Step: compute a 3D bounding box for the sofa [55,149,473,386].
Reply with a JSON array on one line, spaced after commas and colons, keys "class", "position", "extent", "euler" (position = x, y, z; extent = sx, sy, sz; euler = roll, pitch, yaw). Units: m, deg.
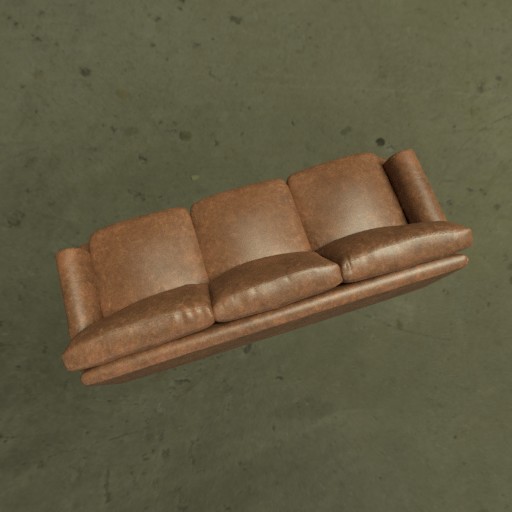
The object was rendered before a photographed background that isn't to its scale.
[{"class": "sofa", "position": [0.000, 0.000, 2.773], "extent": [2.351, 0.977, 0.973], "euler": [-17, 76, -4]}]
